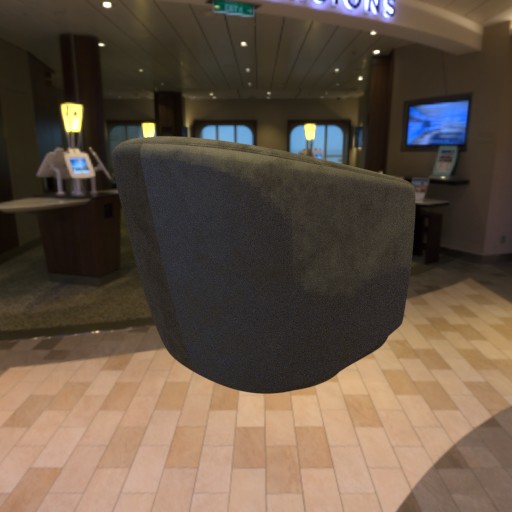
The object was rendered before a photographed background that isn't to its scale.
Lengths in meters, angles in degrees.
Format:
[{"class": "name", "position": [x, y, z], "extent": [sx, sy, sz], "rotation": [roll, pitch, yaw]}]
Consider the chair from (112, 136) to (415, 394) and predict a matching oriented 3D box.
[{"class": "chair", "position": [0.000, 0.000, 1.365], "extent": [0.773, 0.698, 0.767], "rotation": [13, 19, 43]}]
